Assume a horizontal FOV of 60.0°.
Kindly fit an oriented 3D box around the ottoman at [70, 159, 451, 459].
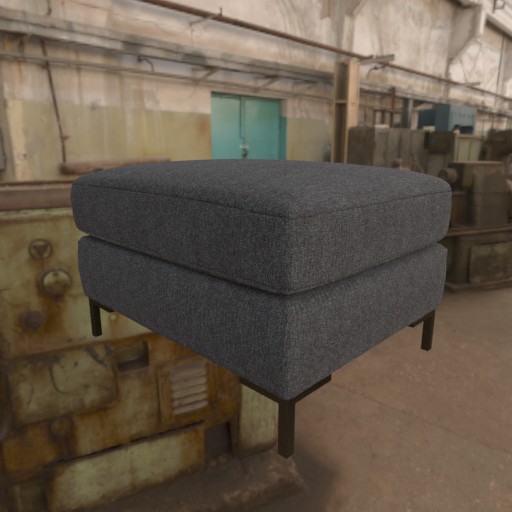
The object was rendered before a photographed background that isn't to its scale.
[{"bbox_3d":[0.000,0.000,1.265,0.831,0.533,0.695,14,20,43],"label":"ottoman"}]
